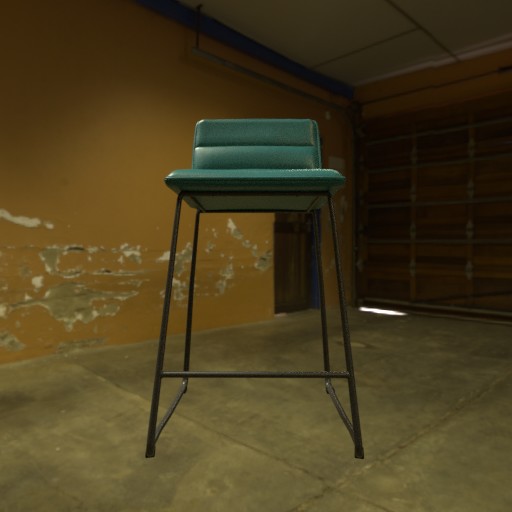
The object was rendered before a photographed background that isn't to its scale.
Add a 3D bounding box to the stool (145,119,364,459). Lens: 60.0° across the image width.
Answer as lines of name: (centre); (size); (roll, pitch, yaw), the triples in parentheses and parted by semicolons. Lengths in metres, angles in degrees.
stool: (0.000, 0.000, 1.178); (0.489, 0.866, 0.524); (0, 1, 1)
